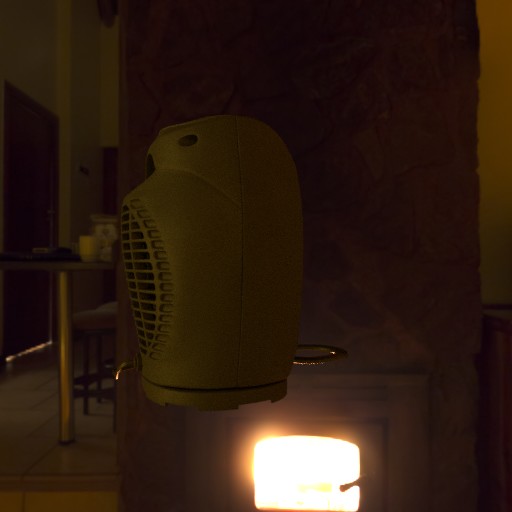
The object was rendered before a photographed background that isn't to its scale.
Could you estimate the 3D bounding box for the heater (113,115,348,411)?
[{"bbox_3d":[0.000,0.000,0.477,0.291,0.255,0.239,0,-1,-19],"label":"heater"}]
